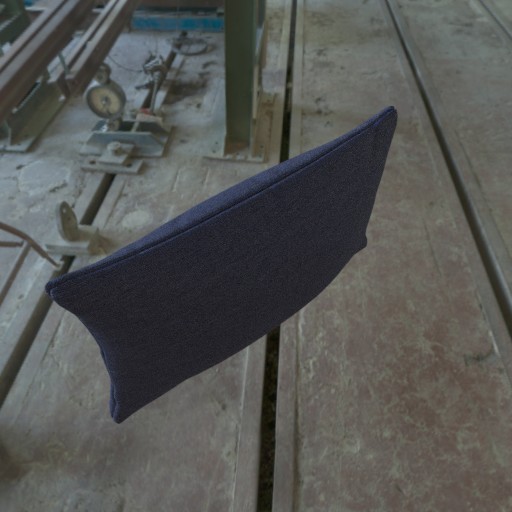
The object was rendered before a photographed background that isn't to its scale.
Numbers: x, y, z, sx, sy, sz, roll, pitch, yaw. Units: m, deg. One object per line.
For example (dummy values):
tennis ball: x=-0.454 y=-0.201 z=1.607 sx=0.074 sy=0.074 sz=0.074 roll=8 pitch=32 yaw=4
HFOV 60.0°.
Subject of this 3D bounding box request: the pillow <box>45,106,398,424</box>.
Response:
pillow: x=0.000 y=0.000 z=0.752 sx=0.633 sy=0.338 sz=0.210 roll=-32 pitch=54 yaw=-27
